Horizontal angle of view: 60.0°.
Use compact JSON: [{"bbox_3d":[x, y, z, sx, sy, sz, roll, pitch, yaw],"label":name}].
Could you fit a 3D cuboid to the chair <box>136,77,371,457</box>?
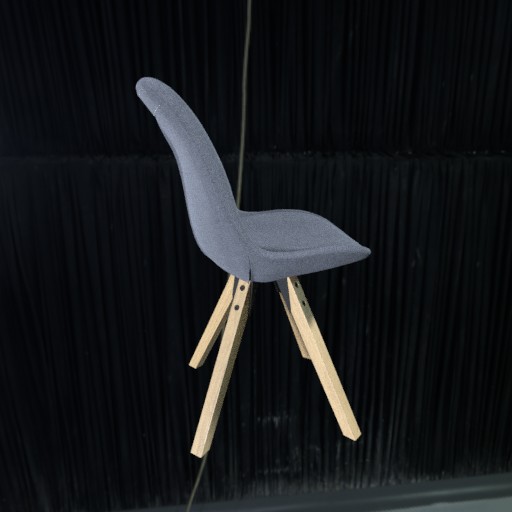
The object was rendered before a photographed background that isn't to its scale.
[{"bbox_3d":[0.000,0.000,1.171,0.550,0.850,0.485,-2,16,-9],"label":"chair"}]
